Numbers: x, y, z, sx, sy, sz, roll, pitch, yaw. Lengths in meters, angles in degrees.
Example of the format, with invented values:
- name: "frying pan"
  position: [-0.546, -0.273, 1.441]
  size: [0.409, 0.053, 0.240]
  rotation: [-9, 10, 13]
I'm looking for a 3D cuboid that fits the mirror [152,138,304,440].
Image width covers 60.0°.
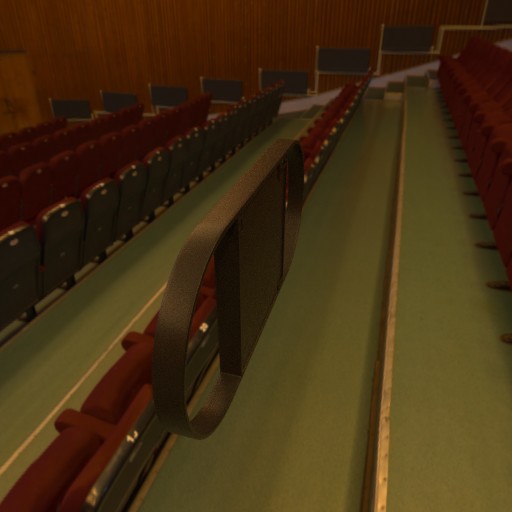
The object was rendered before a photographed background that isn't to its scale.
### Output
- name: "mirror"
  position: [0.000, 0.000, 0.658]
  size: [0.032, 0.254, 0.584]
  rotation: [8, 31, 14]
